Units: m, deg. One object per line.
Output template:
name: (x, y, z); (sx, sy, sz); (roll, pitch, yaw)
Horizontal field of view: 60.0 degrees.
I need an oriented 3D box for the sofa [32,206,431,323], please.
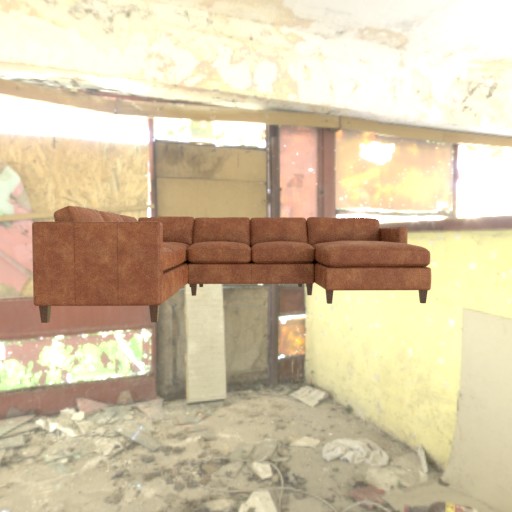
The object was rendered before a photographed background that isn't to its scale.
sofa: (0.000, 0.000, 4.483); (3.324, 0.888, 2.452); (0, 2, -1)
